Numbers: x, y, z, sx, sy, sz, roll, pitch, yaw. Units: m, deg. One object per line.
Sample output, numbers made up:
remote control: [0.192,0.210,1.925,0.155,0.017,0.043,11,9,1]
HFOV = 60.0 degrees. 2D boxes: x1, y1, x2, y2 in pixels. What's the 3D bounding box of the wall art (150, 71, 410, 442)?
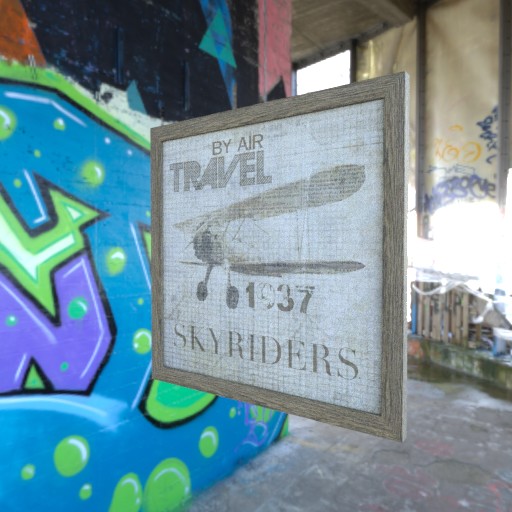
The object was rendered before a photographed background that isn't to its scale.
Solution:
wall art: [0.000,0.000,0.759,0.508,0.508,0.019,1,2,35]
